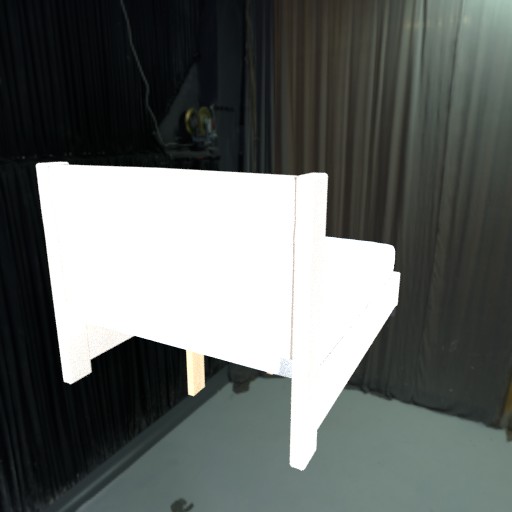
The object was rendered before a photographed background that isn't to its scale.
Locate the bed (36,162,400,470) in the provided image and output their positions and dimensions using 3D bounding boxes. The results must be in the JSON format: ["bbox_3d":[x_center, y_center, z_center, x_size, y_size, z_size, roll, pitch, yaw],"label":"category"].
[{"bbox_3d":[0.000,0.000,3.407,1.778,1.471,2.293,8,17,27],"label":"bed"}]
